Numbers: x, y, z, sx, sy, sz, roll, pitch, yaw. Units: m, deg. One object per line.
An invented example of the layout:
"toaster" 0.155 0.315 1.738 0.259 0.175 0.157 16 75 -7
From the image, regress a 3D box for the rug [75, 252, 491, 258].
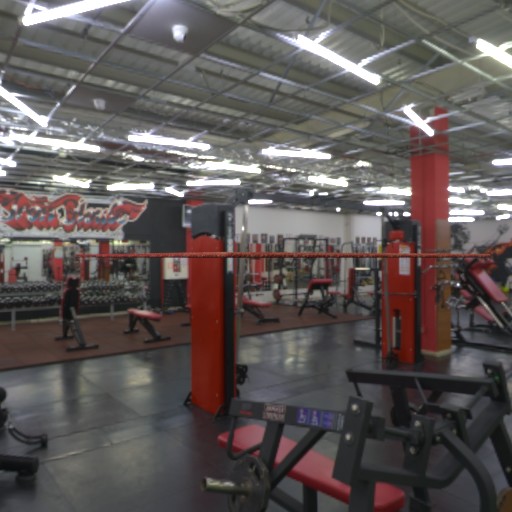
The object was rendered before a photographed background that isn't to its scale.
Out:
"rug" 0.000 0.000 3.854 2.340 0.028 2.905 0 0 -35
